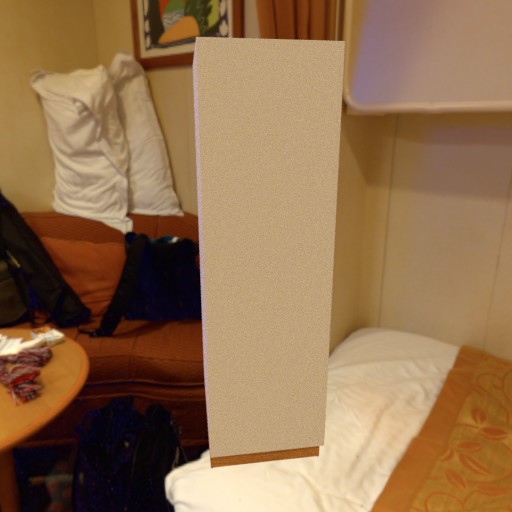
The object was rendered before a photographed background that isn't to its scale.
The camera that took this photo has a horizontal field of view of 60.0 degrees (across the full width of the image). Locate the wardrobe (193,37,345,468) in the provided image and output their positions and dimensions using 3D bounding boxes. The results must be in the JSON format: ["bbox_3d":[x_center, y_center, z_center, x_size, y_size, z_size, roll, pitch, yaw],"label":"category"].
[{"bbox_3d":[0.000,0.000,2.452,0.600,2.040,0.860,-2,16,-8],"label":"wardrobe"}]
